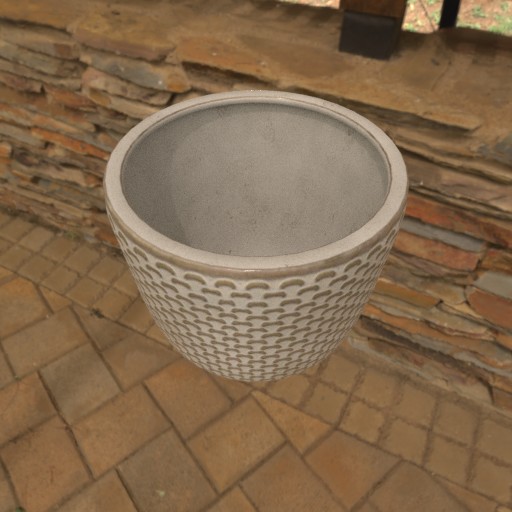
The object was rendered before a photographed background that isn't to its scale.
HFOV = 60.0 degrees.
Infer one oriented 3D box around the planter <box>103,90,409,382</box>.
[{"bbox_3d":[0.000,0.000,0.310,0.173,0.160,0.173,0,47,0],"label":"planter"}]
